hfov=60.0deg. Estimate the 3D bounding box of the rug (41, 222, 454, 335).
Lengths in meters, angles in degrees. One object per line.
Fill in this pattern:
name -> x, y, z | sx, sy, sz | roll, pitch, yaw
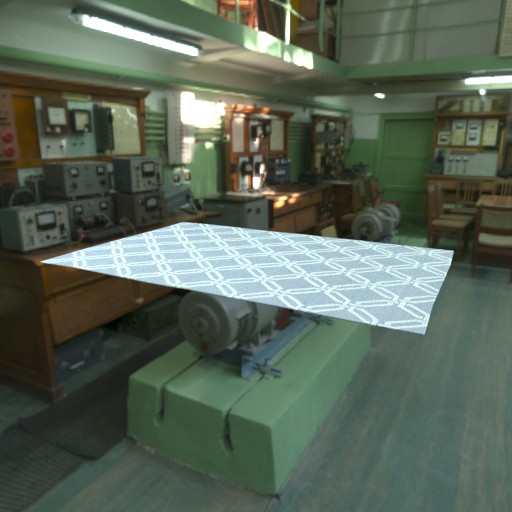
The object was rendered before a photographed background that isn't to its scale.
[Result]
rug -> 0.000, 0.000, 2.221 | 1.754, 0.010, 1.148 | 8, 17, 26
